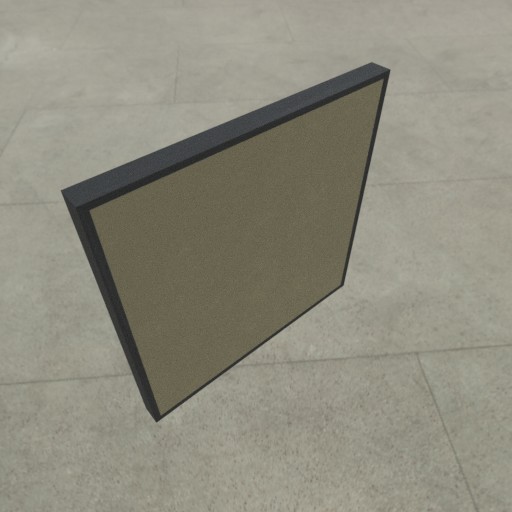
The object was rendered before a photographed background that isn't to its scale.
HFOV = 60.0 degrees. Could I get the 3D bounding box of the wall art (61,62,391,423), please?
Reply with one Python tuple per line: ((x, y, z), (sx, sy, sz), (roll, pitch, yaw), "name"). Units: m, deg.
((0.000, 0.000, 0.753), (0.509, 0.507, 0.037), (-31, 53, -27), "wall art")
